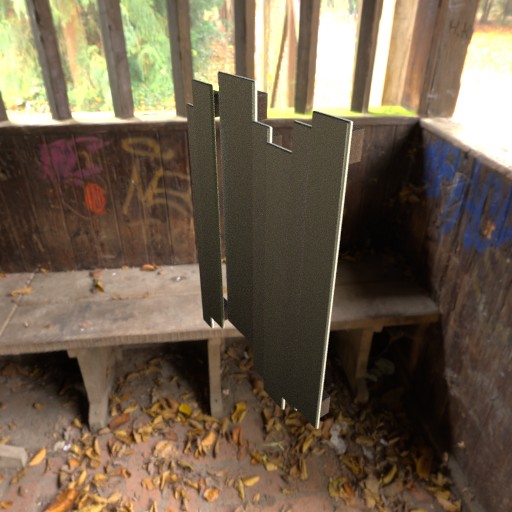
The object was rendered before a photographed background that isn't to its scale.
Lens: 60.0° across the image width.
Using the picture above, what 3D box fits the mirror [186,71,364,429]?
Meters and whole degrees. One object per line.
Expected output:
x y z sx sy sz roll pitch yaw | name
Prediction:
0.000 0.000 0.820 0.058 0.611 0.445 -20 37 -29 | mirror
